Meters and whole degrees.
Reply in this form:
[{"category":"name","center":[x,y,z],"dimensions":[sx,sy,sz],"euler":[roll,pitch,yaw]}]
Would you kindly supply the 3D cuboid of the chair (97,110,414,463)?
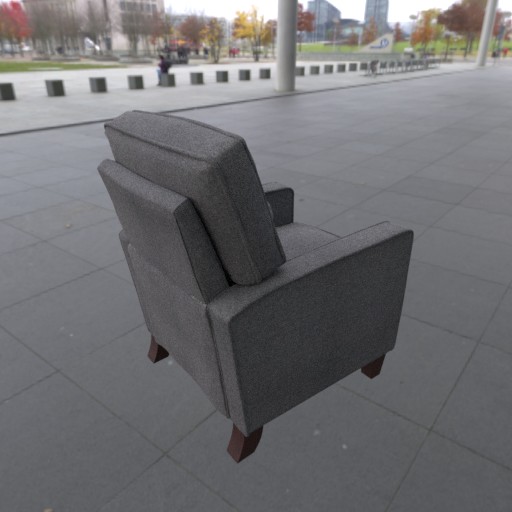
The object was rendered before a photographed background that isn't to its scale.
[{"category":"chair","center":[0.000,0.000,1.408],"dimensions":[0.775,0.889,0.650],"euler":[-18,31,-33]}]
